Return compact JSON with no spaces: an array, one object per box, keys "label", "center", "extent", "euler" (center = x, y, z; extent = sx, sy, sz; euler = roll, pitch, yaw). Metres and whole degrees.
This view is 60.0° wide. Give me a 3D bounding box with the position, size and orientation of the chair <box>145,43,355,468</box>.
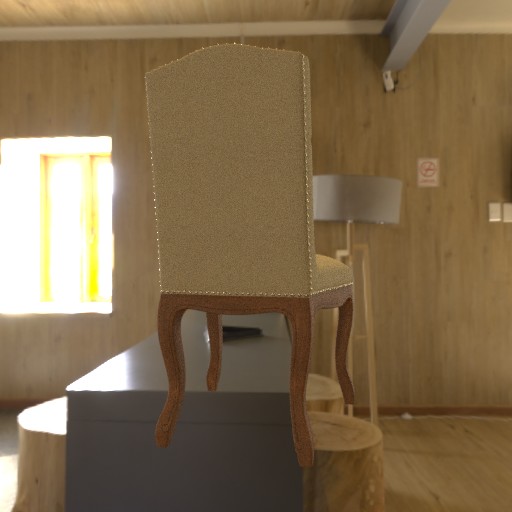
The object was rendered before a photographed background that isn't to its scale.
[{"label":"chair","center":[0.000,0.000,1.538],"extent":[0.623,1.165,0.715],"euler":[0,0,17]}]
